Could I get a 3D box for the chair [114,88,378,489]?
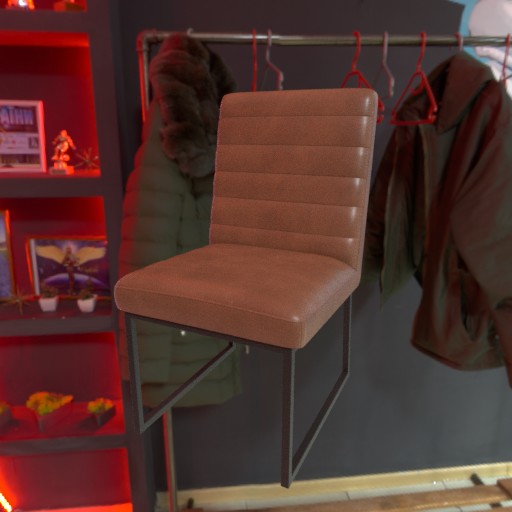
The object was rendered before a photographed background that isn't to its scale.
[{"bbox_3d":[0.000,0.000,1.270,0.520,0.930,0.634,8,18,25],"label":"chair"}]
